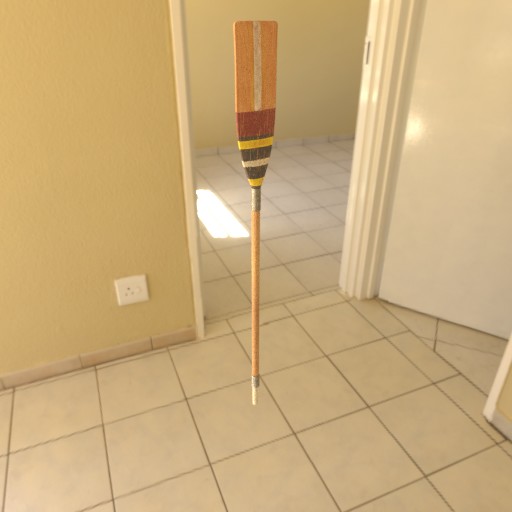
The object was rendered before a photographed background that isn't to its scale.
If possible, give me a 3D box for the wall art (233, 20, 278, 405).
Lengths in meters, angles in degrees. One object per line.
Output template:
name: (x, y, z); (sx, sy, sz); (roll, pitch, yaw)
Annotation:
wall art: (0.000, 0.000, 1.659); (0.146, 1.556, 0.038); (-17, 34, -28)
